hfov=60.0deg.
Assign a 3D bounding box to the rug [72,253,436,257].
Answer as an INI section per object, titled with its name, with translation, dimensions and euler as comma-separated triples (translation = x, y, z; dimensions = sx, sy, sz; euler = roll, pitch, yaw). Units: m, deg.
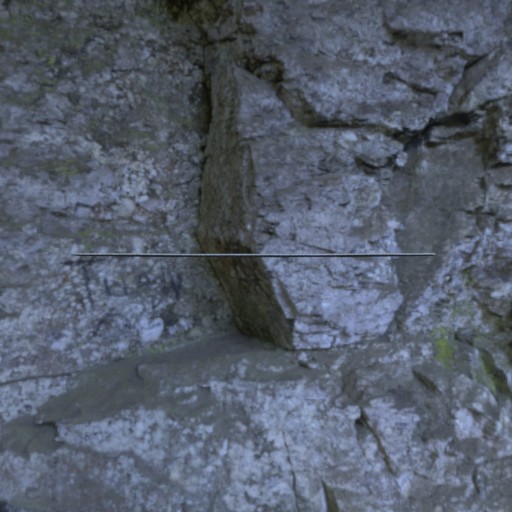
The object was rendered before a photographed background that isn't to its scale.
[rug]
translation = 0.000, 0.000, 5.336
dimensions = 2.782, 0.025, 3.935
euler = 0, 0, 1
